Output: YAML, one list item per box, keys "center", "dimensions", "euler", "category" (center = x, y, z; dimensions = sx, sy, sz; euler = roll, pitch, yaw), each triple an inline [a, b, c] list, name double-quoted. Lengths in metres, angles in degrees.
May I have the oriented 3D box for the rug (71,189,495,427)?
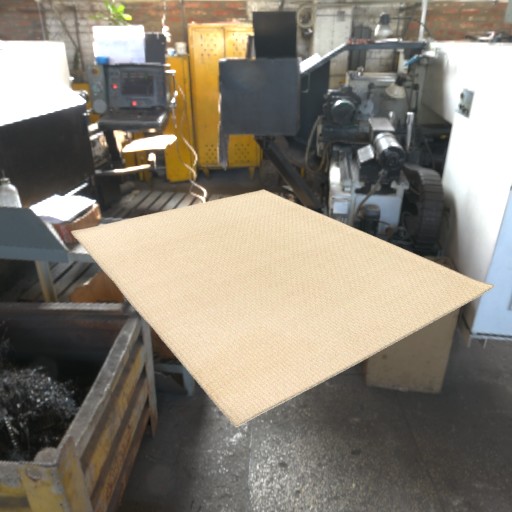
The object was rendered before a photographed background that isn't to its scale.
- center: [0.000, 0.000, 3.742]
  dimensions: [2.277, 0.035, 2.897]
  euler: [-17, 31, -31]
  category: "rug"
